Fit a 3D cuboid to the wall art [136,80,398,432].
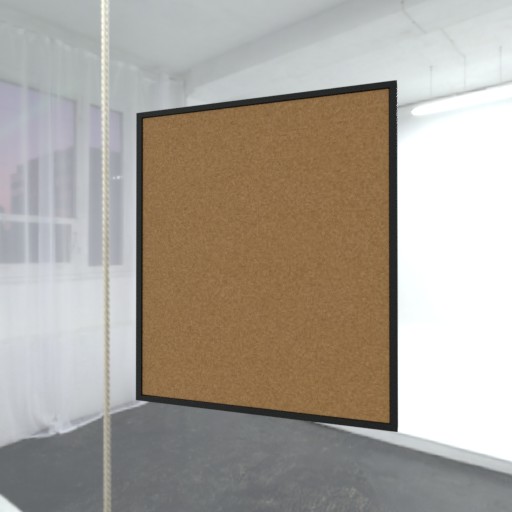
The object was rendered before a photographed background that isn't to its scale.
[{"bbox_3d":[0.000,0.000,0.543,0.330,0.381,0.019,0,0,19],"label":"wall art"}]
